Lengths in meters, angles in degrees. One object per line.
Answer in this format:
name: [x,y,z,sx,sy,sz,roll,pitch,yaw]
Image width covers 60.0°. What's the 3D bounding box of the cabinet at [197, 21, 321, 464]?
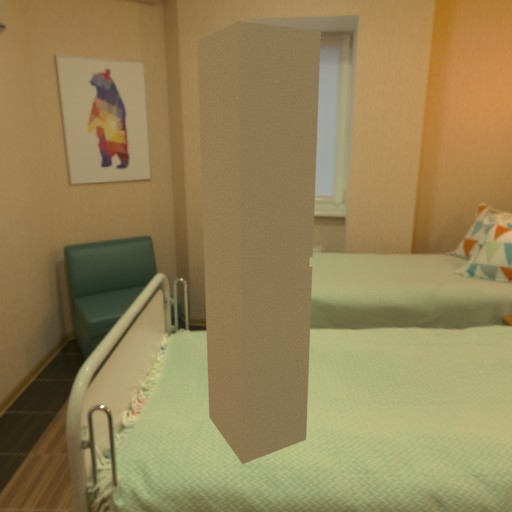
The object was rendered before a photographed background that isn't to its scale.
cabinet: [0.000,0.000,1.549,0.269,1.400,0.300,-8,18,-27]
